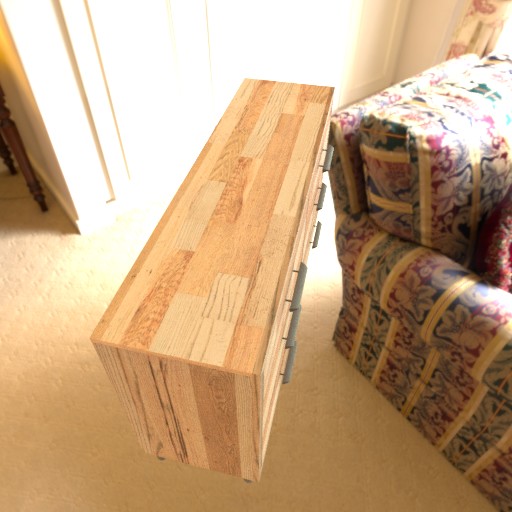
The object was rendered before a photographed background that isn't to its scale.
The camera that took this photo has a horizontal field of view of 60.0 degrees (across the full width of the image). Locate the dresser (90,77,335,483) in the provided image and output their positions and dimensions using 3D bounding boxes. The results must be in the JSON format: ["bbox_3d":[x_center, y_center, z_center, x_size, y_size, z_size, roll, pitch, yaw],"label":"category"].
[{"bbox_3d":[0.000,0.000,1.894,0.487,0.834,1.547,10,47,9],"label":"dresser"}]
